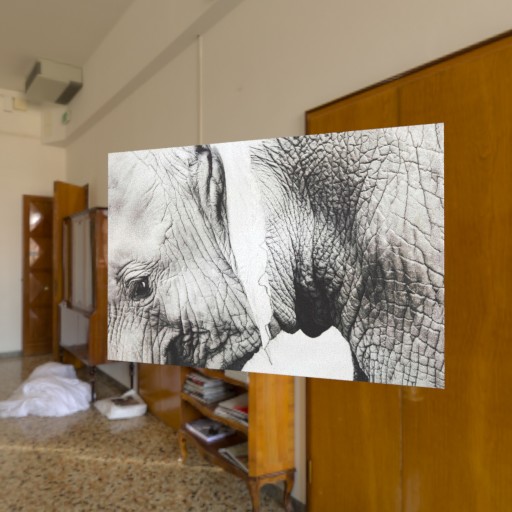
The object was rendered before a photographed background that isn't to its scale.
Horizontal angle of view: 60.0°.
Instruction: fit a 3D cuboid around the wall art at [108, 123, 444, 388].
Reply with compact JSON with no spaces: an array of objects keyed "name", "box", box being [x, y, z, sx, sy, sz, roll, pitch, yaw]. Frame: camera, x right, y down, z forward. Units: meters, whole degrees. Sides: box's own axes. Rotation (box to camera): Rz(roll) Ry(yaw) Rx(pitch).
[{"name":"wall art","box":[0.000,0.000,1.169,0.914,0.607,0.023,0,0,19]}]
